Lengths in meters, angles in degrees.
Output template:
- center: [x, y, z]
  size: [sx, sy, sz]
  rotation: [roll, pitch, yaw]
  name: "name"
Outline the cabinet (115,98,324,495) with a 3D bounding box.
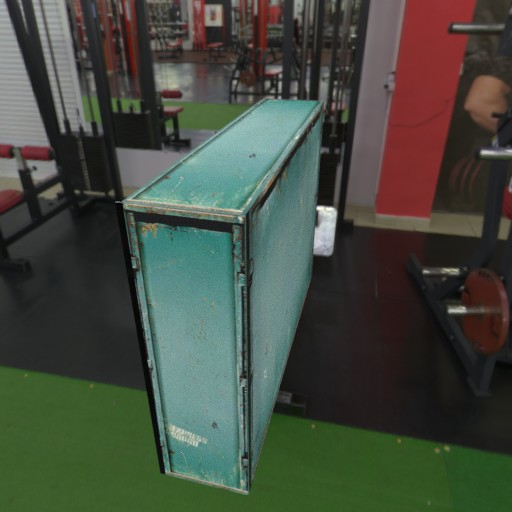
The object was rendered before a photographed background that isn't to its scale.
- center: [0.000, 0.000, 3.946]
  size: [0.680, 2.160, 3.001]
  rotation: [7, 30, 13]
  name: "cabinet"
